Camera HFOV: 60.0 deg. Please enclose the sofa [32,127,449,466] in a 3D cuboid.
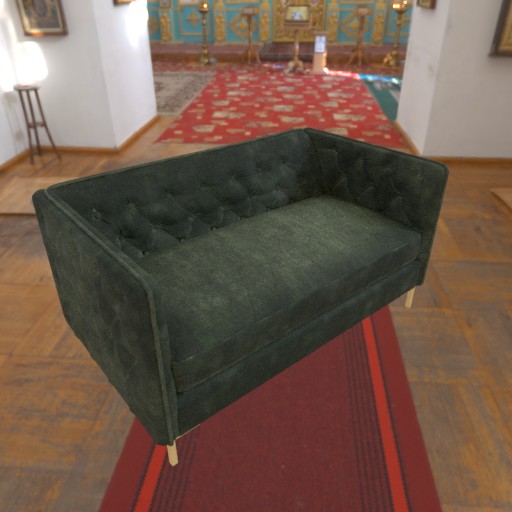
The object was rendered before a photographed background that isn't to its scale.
[{"bbox_3d":[0.000,0.000,1.988,1.537,0.768,0.895,-23,37,-34],"label":"sofa"}]
